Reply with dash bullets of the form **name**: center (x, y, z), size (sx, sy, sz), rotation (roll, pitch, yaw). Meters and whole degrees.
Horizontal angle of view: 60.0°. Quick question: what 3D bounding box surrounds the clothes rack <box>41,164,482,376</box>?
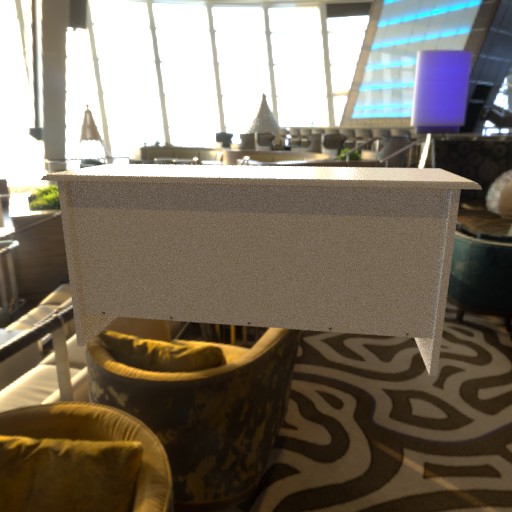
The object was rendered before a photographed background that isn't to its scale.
- **clothes rack**: center (0.000, 0.000, 1.474), size (1.218, 0.558, 0.405), rotation (3, 16, 9)
